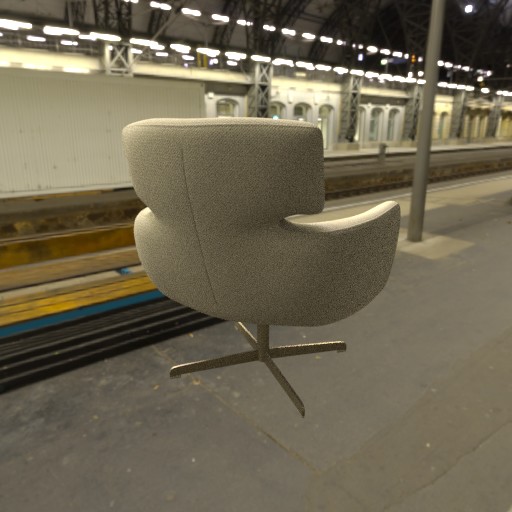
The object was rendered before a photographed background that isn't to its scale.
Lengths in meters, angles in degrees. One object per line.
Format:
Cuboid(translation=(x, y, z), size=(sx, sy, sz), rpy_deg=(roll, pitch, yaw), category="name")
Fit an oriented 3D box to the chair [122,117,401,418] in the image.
Cuboid(translation=(0.000, 0.000, 1.383), size=(0.760, 0.810, 0.730), rpy_deg=(8, 18, 25), category="chair")
